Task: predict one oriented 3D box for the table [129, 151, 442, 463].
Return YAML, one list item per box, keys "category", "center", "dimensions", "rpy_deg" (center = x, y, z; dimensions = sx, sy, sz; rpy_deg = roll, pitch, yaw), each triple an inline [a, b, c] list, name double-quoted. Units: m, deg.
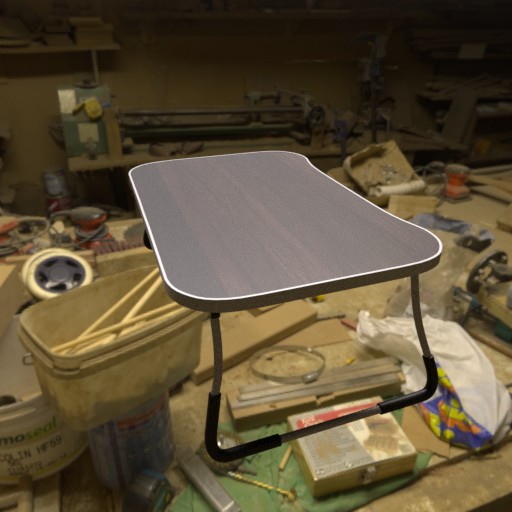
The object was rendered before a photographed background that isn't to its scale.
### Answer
- category: "table"
  center: [0.000, 0.000, 0.846]
  dimensions: [0.400, 0.232, 0.660]
  rpy_deg: [-10, 30, -17]
